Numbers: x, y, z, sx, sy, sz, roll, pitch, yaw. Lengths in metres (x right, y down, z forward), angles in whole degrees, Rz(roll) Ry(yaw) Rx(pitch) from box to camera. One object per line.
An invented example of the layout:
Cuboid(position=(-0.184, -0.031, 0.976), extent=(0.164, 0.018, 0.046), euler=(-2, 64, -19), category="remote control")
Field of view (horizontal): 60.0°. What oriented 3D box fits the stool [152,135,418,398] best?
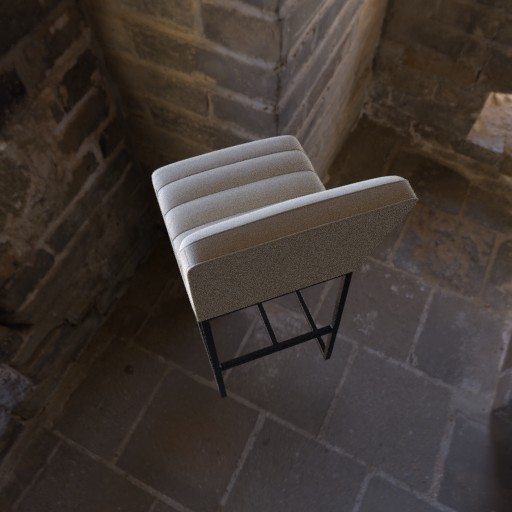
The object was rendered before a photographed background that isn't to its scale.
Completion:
Cuboid(position=(0.000, 0.000, 1.341), extent=(0.460, 1.040, 0.560), euler=(-17, 60, -10), category="stool")
